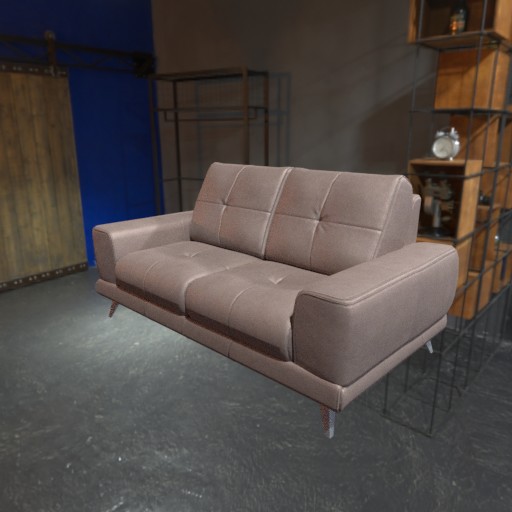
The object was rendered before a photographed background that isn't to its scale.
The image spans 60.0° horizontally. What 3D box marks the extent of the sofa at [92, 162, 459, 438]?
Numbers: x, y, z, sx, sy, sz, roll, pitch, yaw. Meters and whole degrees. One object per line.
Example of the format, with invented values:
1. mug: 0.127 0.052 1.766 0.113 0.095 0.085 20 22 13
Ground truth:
1. sofa: 0.000 0.000 2.385 1.806 0.907 1.018 14 21 42
